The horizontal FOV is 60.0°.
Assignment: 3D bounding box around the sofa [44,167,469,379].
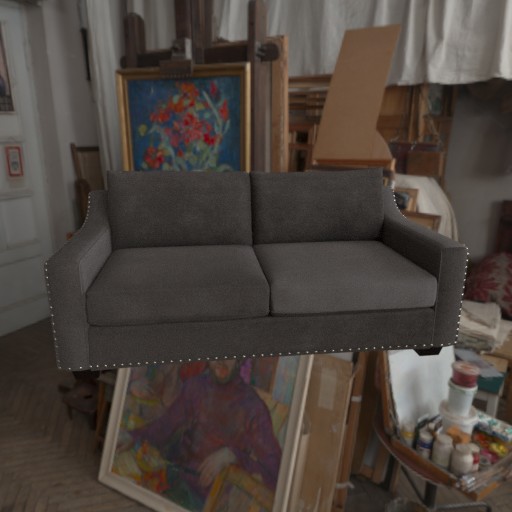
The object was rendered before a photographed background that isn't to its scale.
[{"bbox_3d":[0.000,0.000,3.244,2.550,1.196,1.336,-2,17,-7],"label":"sofa"}]
